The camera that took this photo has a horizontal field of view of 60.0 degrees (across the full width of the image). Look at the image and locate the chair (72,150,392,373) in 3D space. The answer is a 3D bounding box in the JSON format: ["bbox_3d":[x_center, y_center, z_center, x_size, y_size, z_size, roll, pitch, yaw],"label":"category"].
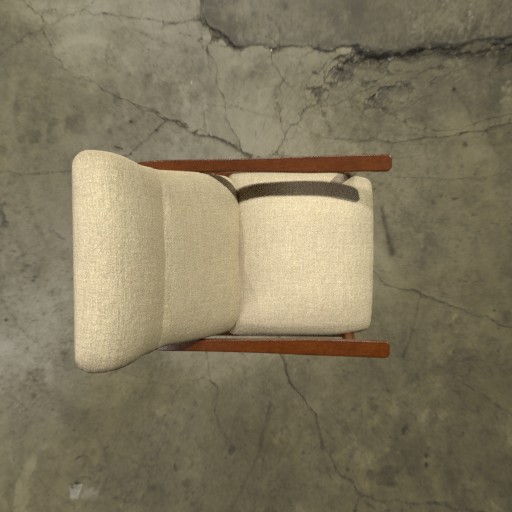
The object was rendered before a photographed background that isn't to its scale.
[{"bbox_3d":[0.000,0.000,1.747,1.014,1.082,0.762,0,92,1],"label":"chair"}]
